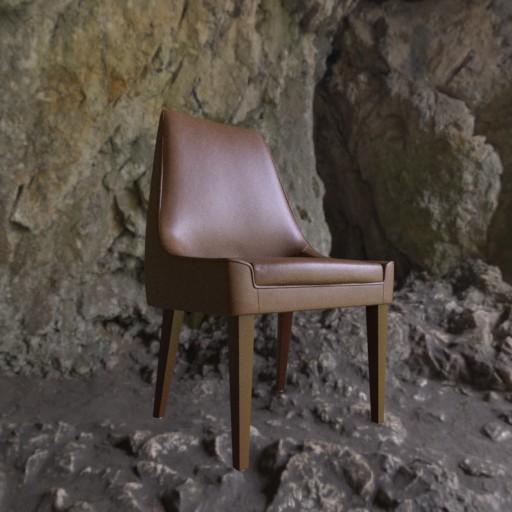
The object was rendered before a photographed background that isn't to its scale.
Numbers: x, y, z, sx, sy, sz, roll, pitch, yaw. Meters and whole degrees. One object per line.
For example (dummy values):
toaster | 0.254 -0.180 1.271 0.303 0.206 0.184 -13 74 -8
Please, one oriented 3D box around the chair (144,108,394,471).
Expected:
chair | 0.000 0.000 1.198 0.529 0.861 0.544 1 -2 -38
